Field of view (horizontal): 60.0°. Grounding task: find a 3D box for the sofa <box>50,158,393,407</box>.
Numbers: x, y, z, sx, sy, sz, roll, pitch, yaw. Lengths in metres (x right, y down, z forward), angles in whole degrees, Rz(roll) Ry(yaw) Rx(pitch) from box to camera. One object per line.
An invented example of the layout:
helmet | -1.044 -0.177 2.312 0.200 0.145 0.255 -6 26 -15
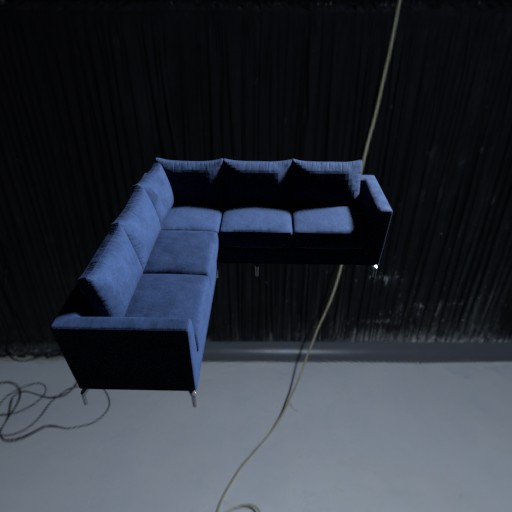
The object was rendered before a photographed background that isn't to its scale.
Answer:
sofa | 0.000 0.000 3.842 2.463 0.988 2.472 1 33 1
